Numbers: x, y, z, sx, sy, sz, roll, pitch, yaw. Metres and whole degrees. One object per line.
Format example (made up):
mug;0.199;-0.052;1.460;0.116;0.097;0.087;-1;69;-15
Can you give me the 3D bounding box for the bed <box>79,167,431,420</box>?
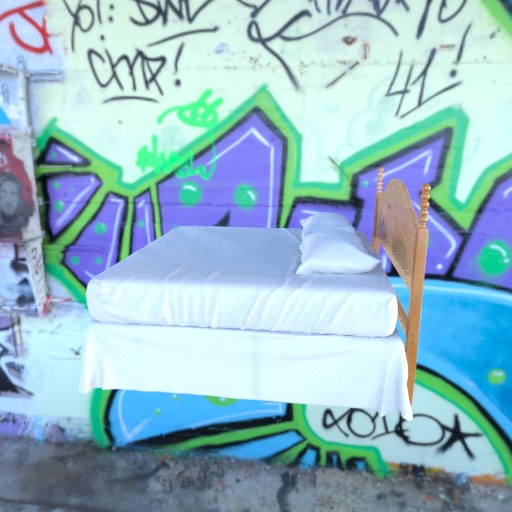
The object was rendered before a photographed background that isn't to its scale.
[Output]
bed;0.000;0.000;3.624;2.219;1.355;2.322;2;14;8
